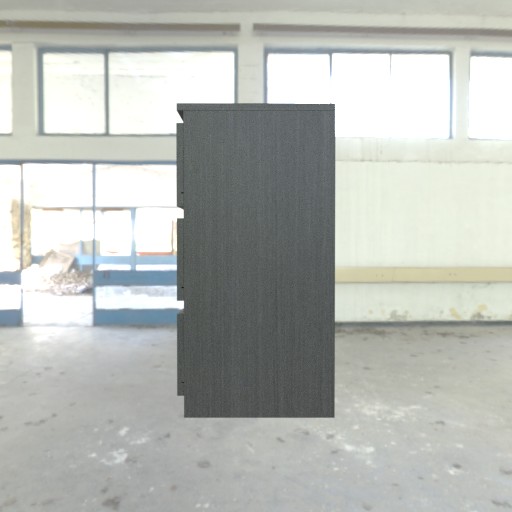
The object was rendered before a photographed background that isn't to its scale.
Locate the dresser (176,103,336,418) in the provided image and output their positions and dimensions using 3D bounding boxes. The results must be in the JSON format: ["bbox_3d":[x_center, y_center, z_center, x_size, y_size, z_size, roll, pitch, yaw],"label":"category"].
[{"bbox_3d":[0.000,0.000,1.914,0.400,0.795,1.590,0,1,0],"label":"dresser"}]
